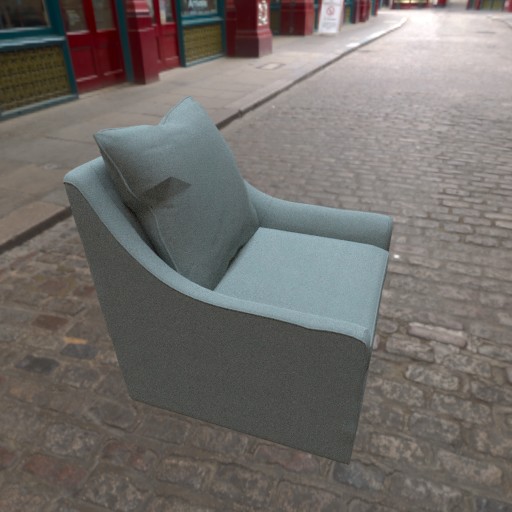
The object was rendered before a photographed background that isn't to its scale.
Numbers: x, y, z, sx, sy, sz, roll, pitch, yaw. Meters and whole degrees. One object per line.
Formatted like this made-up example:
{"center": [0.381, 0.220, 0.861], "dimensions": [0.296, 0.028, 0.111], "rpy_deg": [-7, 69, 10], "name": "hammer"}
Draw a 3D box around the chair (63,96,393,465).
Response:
{"center": [0.000, 0.000, 1.531], "dimensions": [0.870, 0.926, 0.760], "rpy_deg": [10, 31, 17], "name": "chair"}
